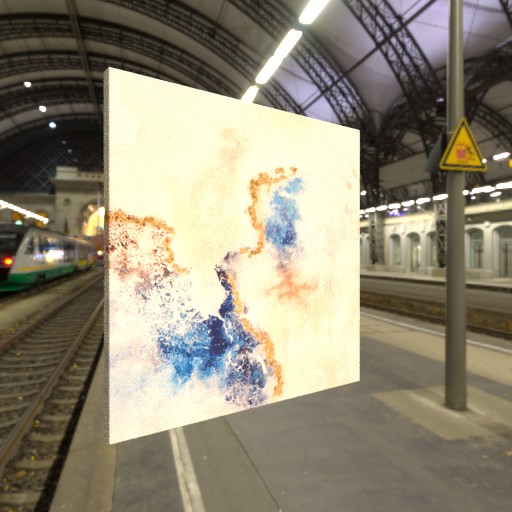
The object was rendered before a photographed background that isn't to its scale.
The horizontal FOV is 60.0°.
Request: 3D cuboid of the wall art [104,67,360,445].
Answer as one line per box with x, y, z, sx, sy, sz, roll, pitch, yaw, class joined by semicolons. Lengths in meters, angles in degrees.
0.000;0.000;1.320;0.889;0.889;0.038;0;0;-37;wall art
